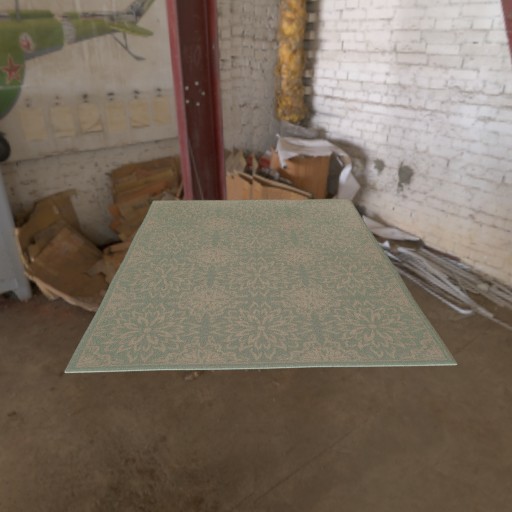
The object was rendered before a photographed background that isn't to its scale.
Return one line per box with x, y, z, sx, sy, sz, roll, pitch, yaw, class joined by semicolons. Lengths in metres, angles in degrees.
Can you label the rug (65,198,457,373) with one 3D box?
0.000;0.000;3.987;2.363;0.012;2.980;-1;27;-2;rug
